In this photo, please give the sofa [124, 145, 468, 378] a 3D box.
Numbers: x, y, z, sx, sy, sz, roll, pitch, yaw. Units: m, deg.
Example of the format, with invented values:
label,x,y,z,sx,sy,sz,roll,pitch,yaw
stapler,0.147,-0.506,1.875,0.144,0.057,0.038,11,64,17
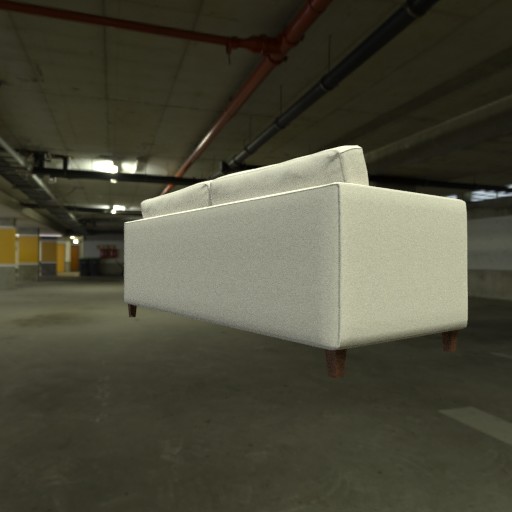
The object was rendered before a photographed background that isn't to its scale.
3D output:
label,x,y,z,sx,sy,sz,roll,pitch,yaw
sofa,0.000,0.000,2.875,0.951,0.962,2.361,0,0,-36
